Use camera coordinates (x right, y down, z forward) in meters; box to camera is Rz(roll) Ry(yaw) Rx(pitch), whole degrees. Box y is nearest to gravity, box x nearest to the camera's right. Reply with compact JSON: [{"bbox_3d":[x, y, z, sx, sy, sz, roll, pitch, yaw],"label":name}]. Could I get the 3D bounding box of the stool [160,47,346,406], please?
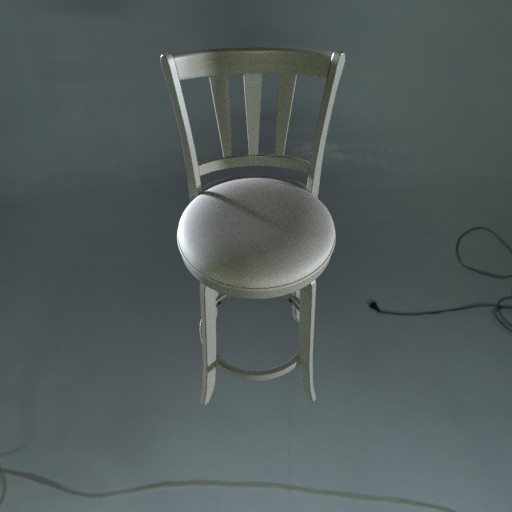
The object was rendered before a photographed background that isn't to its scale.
[{"bbox_3d":[0.000,0.000,1.295,0.436,1.042,0.475,-2,45,-2],"label":"stool"}]
